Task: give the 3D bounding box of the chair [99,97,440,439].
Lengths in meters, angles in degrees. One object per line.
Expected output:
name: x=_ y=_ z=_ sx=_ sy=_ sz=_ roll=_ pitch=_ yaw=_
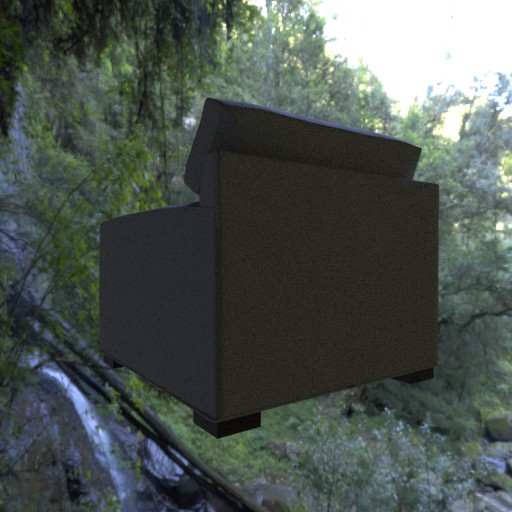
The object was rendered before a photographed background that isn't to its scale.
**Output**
chair: x=0.000 y=0.000 z=1.829 sx=0.999 sy=0.934 sz=1.044 roll=0 pitch=1 yaw=-35
